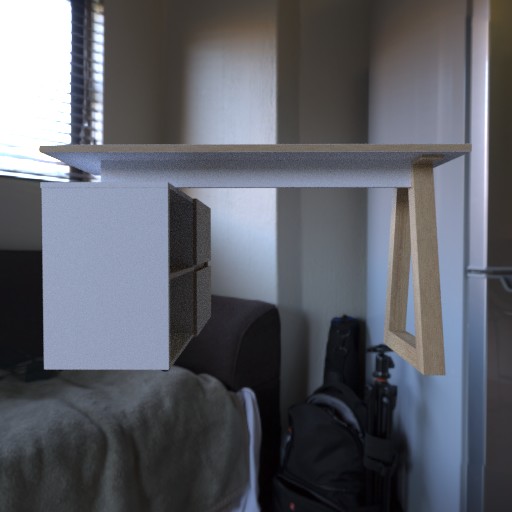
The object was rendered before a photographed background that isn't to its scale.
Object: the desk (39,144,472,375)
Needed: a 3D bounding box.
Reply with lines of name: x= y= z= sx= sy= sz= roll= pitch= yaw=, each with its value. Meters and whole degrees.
desk: x=0.000 y=0.000 z=1.996 sx=1.404 sy=0.755 sz=1.098 roll=0 pitch=2 yaw=1
